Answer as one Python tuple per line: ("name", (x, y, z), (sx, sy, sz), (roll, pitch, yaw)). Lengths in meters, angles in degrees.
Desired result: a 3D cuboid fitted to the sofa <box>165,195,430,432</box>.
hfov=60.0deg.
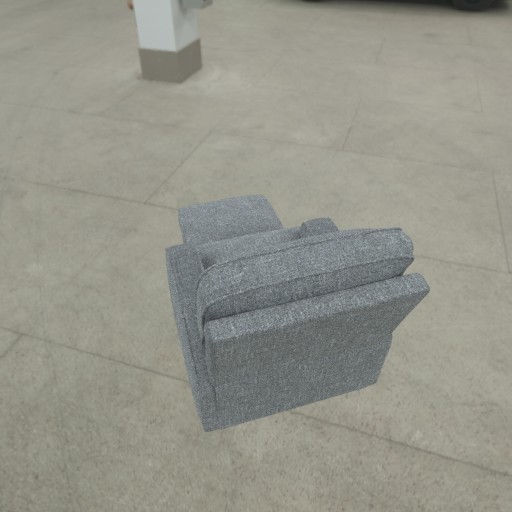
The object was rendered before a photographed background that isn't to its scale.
("sofa", (0.000, 0.000, 2.135), (0.861, 0.959, 1.472), (-11, 41, -13))
